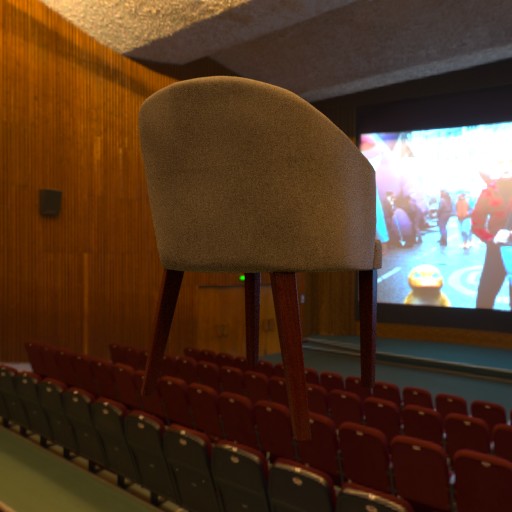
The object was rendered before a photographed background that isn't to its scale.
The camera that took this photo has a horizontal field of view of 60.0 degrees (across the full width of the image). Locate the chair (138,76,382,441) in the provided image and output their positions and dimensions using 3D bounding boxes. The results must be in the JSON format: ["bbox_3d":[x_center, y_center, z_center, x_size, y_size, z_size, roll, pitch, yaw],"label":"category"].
[{"bbox_3d":[0.000,0.000,1.279,0.583,0.811,0.655,0,0,36],"label":"chair"}]
